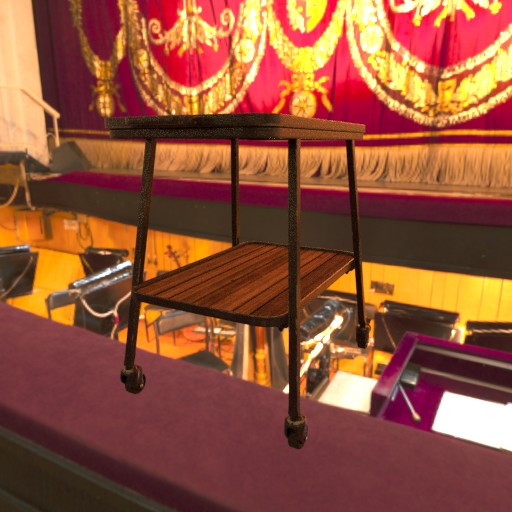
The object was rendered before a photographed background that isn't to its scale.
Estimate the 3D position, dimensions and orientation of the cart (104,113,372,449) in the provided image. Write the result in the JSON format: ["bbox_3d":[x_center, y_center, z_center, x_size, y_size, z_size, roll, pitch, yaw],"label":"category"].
[{"bbox_3d":[0.000,0.000,1.214,0.515,0.700,0.806,7,16,27],"label":"cart"}]
